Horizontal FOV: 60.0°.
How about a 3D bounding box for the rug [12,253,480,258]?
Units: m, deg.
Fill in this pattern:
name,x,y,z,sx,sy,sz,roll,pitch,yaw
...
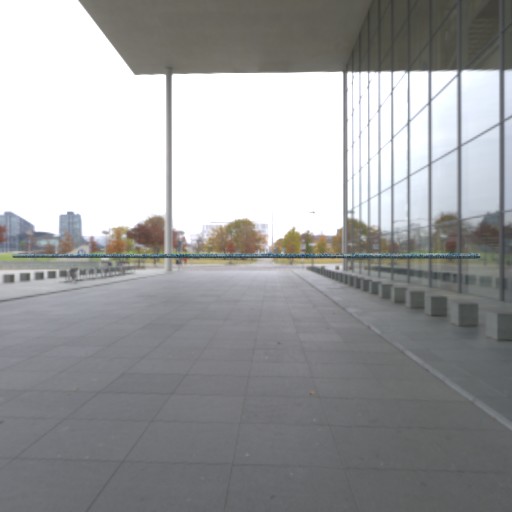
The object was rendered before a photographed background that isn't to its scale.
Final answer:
name,x,y,z,sx,sy,sz,roll,pitch,yaw
rug,0.000,0.000,2.222,1.829,0.016,1.219,0,0,17
